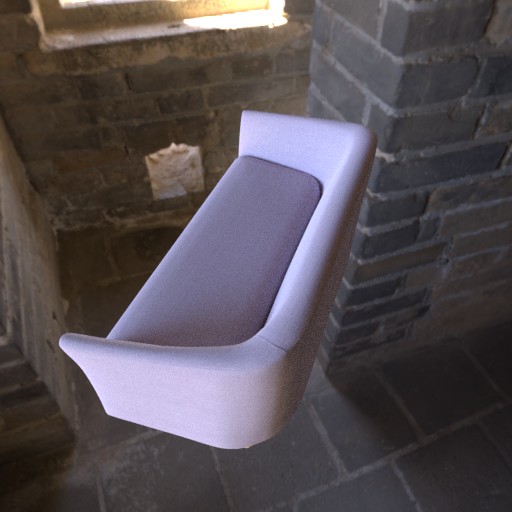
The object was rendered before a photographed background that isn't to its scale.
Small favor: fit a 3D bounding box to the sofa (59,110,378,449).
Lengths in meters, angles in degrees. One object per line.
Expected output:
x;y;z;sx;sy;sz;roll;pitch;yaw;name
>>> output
0.000;0.000;1.830;0.705;0.721;1.452;16;49;14;sofa
